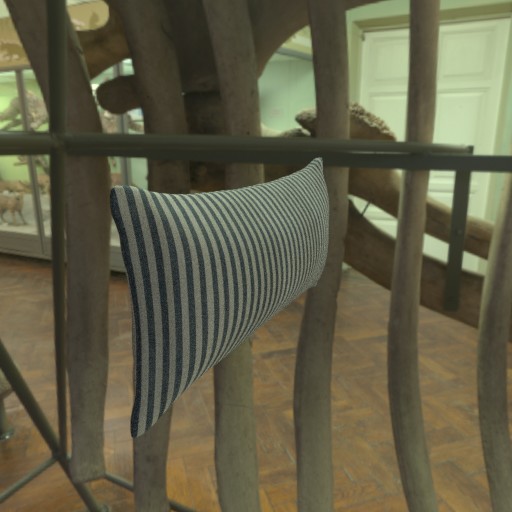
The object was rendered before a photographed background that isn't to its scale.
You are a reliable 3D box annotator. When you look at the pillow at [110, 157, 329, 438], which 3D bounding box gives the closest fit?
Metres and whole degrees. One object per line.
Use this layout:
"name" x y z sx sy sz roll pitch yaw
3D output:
"pillow" 0.000 0.000 0.739 0.151 0.295 0.617 8 17 26
